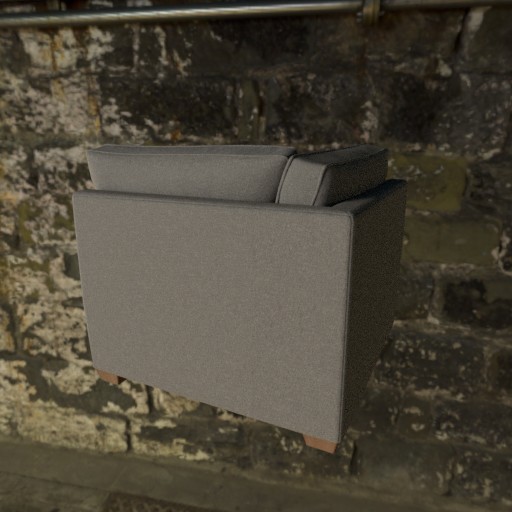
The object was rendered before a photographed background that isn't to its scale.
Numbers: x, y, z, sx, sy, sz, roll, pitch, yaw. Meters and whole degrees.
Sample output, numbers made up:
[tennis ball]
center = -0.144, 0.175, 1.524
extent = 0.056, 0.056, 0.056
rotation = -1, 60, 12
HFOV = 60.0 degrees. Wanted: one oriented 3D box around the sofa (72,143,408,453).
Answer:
[sofa]
center = 0.000, 0.000, 2.023
extent = 1.146, 1.002, 1.084
rotation = 8, 17, 25
